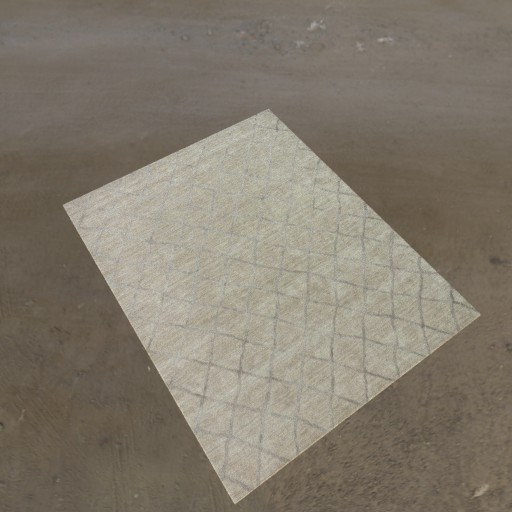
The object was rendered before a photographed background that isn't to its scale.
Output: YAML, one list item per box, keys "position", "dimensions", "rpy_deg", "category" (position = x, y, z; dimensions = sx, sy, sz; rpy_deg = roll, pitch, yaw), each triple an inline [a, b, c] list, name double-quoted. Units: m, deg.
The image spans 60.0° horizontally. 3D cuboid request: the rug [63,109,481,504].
- position: [0.000, 0.000, 3.960]
  dimensions: [2.420, 0.019, 3.038]
  rpy_deg: [-30, 63, -17]
  category: "rug"
